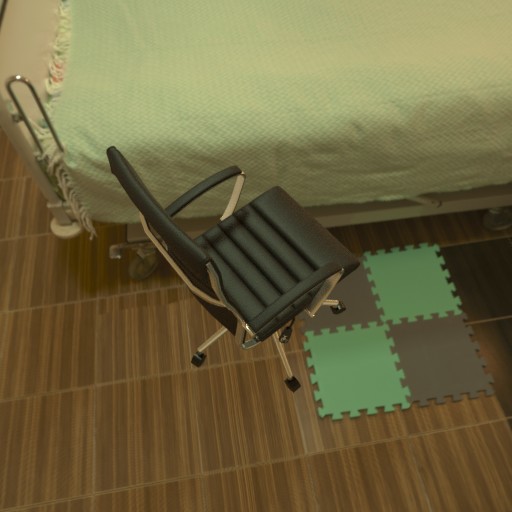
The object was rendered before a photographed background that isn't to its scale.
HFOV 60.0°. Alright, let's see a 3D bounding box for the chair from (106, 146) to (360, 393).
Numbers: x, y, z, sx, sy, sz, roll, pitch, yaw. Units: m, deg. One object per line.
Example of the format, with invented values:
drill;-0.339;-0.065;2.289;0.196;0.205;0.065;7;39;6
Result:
chair;0.000;0.000;1.635;0.739;1.149;0.766;-34;65;-19
